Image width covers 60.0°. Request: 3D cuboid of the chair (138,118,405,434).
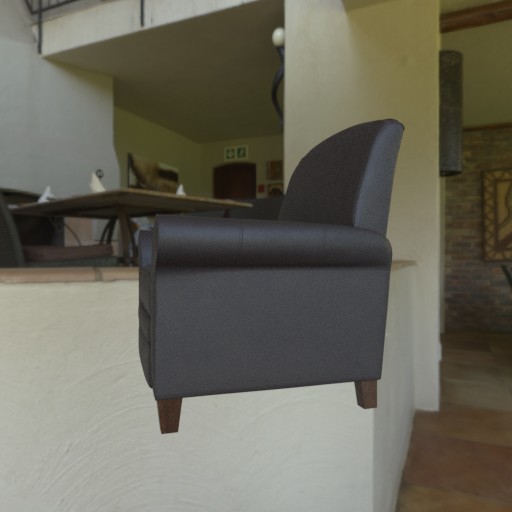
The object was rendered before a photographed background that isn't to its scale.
[{"bbox_3d":[0.000,0.000,1.785,0.902,1.061,0.978,0,0,-18],"label":"chair"}]
